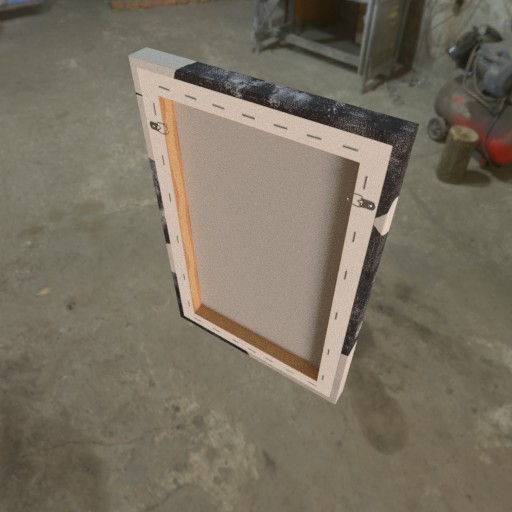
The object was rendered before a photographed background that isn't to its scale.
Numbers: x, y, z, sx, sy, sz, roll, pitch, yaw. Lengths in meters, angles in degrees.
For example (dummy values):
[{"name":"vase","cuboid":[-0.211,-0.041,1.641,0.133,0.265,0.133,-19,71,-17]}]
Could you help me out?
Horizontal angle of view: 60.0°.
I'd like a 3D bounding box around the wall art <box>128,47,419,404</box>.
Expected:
[{"name":"wall art","cuboid":[0.000,0.000,0.774,0.407,0.610,0.039,25,51,22]}]
